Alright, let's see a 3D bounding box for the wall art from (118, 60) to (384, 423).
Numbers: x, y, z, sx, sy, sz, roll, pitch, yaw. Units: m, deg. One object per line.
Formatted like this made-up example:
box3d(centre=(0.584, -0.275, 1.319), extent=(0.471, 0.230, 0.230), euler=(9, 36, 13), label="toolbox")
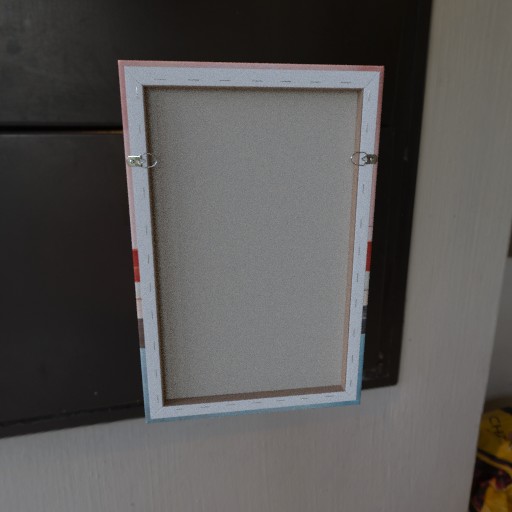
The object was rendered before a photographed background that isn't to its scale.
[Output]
box3d(centre=(0.000, 0.000, 1.141), extent=(0.610, 0.914, 0.038), euler=(-2, 16, -8), label="wall art")
